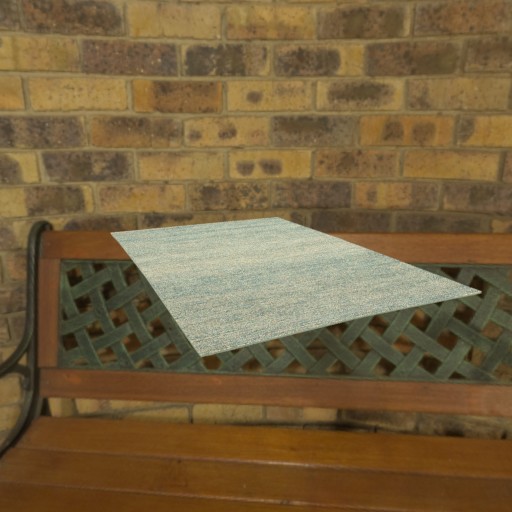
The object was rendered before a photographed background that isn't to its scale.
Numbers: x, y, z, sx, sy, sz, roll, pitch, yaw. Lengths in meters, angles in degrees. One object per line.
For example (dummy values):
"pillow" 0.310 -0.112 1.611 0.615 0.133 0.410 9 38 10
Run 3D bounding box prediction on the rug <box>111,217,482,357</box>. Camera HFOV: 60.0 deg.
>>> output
"rug" 0.000 0.000 5.350 2.802 0.052 4.078 -8 18 -25
